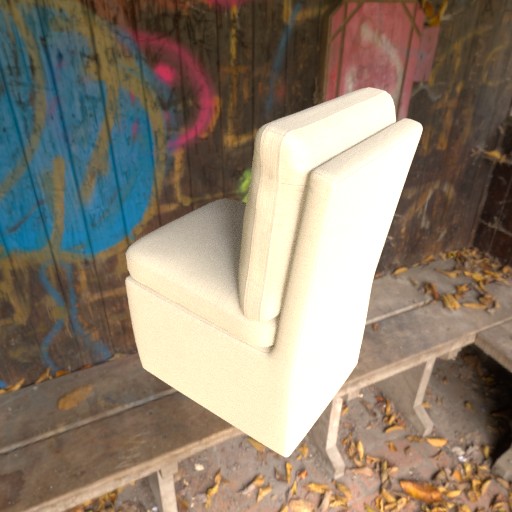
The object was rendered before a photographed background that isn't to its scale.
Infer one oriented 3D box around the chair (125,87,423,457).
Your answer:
[{"bbox_3d":[0.000,0.000,1.314,0.698,0.927,0.503,21,37,30],"label":"chair"}]
